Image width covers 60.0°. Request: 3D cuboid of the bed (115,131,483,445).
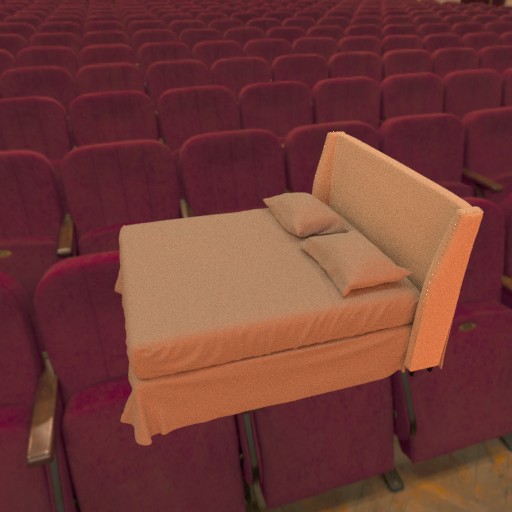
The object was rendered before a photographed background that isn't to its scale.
[{"bbox_3d":[0.000,0.000,3.441,2.276,1.332,1.925,-9,31,-14],"label":"bed"}]
